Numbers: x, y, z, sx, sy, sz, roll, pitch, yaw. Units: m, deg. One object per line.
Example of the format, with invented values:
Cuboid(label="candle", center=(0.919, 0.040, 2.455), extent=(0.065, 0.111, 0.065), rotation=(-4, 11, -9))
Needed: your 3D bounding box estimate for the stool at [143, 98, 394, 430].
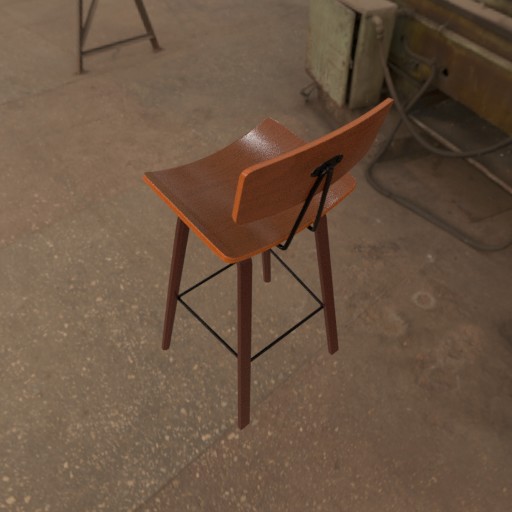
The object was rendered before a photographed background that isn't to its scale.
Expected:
Cuboid(label="stool", center=(0.000, 0.000, 1.219), extent=(0.509, 0.969, 0.440), rotation=(-32, 55, -26))
